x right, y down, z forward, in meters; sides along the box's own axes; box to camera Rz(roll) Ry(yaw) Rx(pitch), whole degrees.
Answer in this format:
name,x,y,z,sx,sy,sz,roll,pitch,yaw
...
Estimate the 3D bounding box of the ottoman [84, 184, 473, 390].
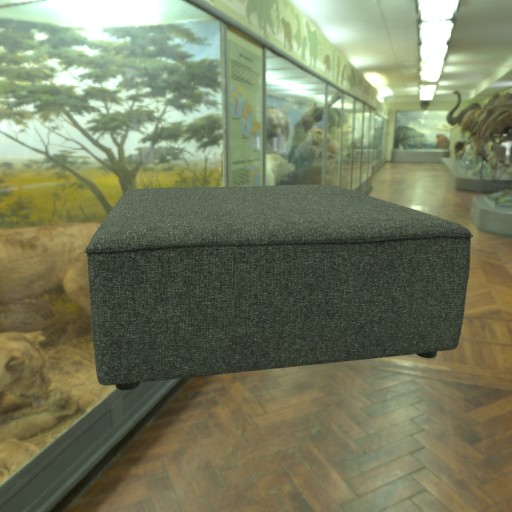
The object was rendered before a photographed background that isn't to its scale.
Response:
name,x,y,z,sx,sy,sz,roll,pitch,yaw
ottoman,0.000,0.000,1.603,1.021,0.423,1.017,-3,16,-10
